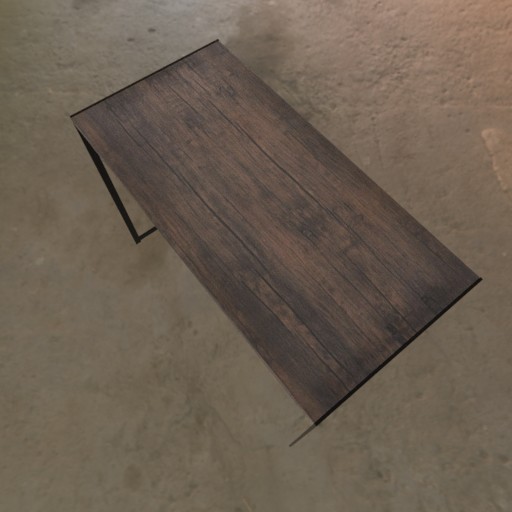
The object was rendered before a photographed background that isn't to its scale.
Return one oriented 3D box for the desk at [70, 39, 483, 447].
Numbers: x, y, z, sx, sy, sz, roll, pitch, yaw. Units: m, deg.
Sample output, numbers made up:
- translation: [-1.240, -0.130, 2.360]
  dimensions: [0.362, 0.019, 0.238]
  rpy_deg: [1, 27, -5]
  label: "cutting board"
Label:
- translation: [0.000, 0.000, 1.442]
  dimensions: [0.505, 0.747, 1.015]
  rpy_deg: [-35, 69, -16]
  label: "desk"
